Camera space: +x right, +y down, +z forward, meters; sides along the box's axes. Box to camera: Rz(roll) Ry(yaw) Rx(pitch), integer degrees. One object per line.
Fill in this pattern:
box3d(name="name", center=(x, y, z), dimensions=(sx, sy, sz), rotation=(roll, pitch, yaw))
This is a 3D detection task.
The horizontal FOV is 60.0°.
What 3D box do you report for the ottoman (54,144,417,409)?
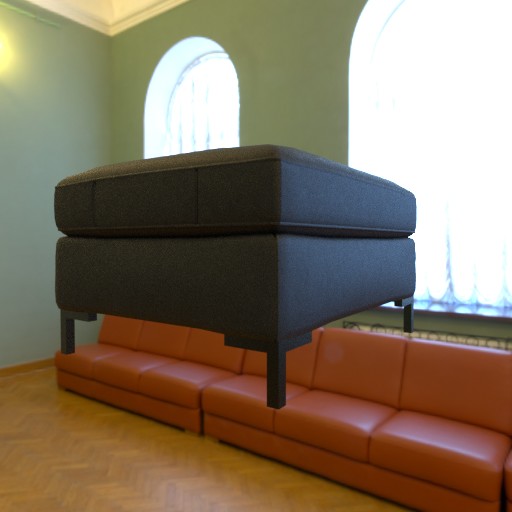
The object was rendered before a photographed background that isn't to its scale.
box3d(name="ottoman", center=(0.000, 0.000, 1.791), dimensions=(0.967, 0.696, 1.187), rotation=(1, 2, 35))
